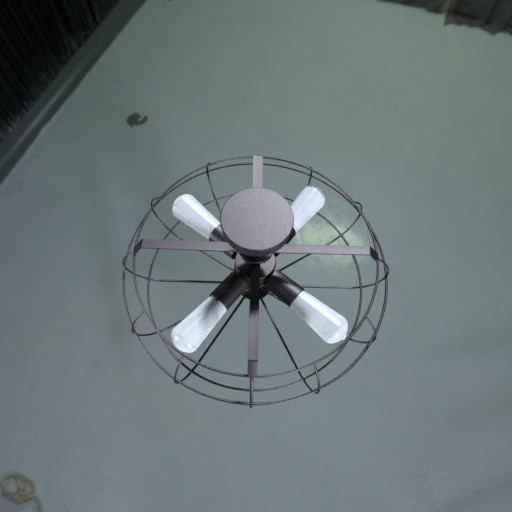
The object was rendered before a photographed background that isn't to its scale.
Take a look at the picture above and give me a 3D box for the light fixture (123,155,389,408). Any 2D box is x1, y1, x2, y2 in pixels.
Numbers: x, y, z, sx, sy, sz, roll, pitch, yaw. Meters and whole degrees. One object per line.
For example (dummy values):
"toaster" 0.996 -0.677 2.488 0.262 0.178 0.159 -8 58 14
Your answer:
"light fixture" 0.000 0.000 0.929 0.582 0.311 0.582 0 63 0
